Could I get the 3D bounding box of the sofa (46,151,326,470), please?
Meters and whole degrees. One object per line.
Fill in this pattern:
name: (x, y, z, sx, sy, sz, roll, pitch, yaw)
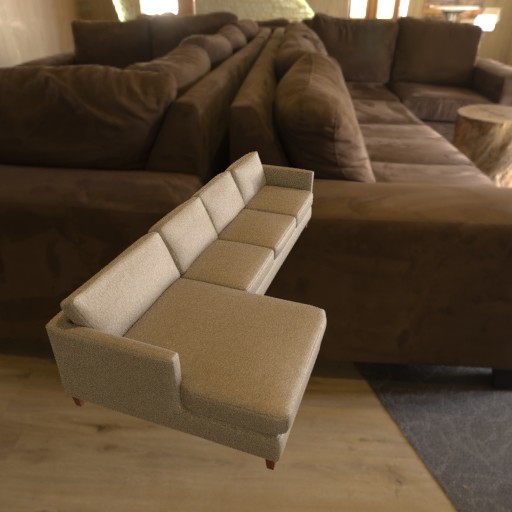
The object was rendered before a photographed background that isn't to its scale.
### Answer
sofa: (0.000, 0.000, 3.751, 1.502, 0.876, 3.201, 10, 32, 17)
